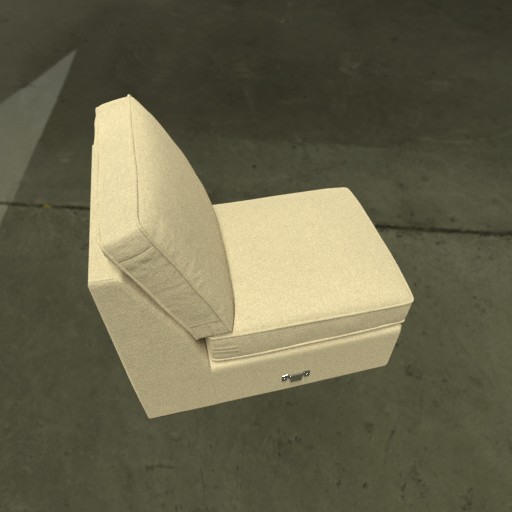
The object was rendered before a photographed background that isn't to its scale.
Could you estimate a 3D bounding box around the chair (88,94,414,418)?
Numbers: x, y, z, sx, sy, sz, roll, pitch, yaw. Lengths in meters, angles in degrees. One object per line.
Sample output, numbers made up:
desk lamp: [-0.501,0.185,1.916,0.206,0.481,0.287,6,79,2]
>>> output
chair: [0.000,0.000,1.524,0.938,0.970,0.621,-10,48,-9]
